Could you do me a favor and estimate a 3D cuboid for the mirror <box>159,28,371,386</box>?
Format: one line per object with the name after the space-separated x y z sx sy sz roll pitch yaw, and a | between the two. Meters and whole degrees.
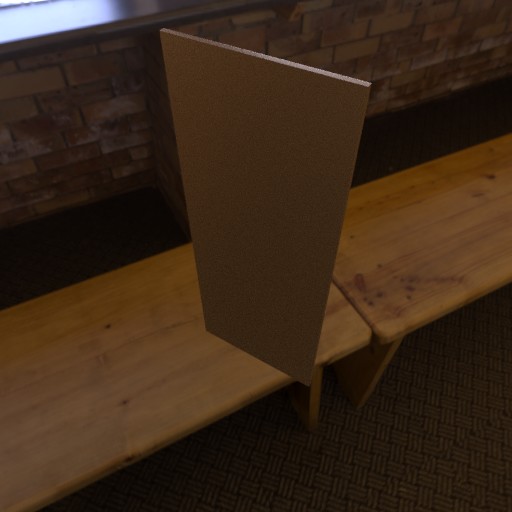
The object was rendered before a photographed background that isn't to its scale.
0.000 0.000 2.248 0.812 2.031 0.025 24 53 20 | mirror
